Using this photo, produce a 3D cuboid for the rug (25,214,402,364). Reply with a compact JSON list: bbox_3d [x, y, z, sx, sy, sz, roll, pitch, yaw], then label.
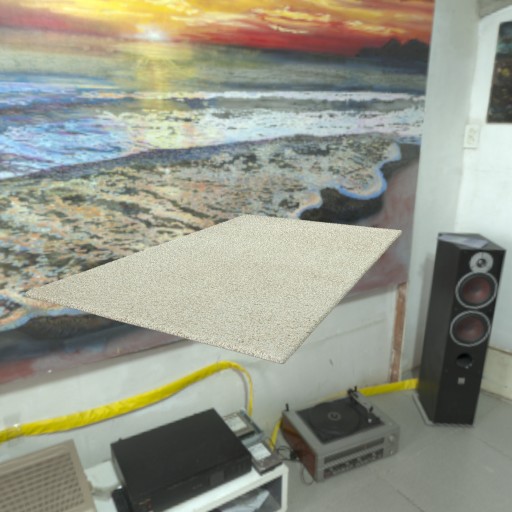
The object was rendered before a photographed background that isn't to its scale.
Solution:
[{"bbox_3d":[0.000,0.000,3.065,1.524,0.030,2.438,8,18,27],"label":"rug"}]
